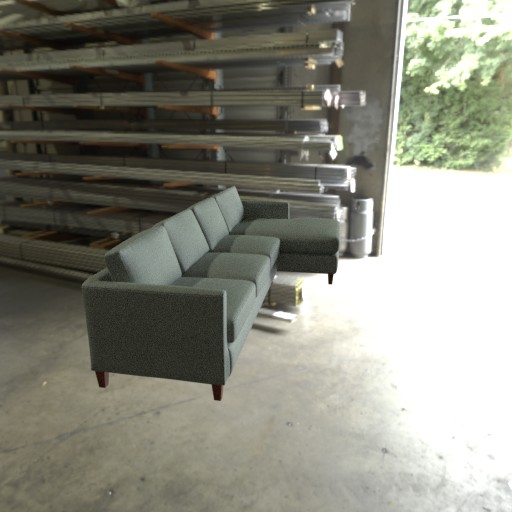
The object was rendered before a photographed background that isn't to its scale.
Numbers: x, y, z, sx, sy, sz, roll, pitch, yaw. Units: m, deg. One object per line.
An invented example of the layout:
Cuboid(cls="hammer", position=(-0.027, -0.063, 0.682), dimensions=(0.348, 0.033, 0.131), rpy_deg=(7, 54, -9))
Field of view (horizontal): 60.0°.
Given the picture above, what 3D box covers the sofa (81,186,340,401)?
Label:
Cuboid(cls="sofa", position=(0.000, 0.000, 4.279), dimensions=(1.604, 0.950, 3.471), rpy_deg=(3, 16, 10))
